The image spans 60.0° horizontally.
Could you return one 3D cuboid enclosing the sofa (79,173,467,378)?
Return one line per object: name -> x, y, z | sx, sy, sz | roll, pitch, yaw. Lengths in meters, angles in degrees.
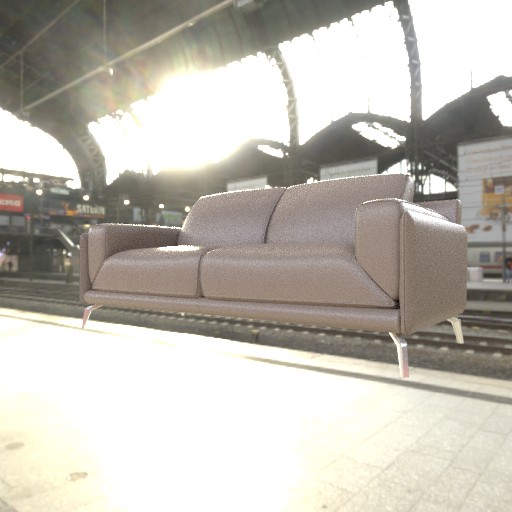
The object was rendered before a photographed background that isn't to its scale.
sofa -> 0.000, 0.000, 2.550 | 2.101, 0.930, 1.049 | -1, -1, 36
